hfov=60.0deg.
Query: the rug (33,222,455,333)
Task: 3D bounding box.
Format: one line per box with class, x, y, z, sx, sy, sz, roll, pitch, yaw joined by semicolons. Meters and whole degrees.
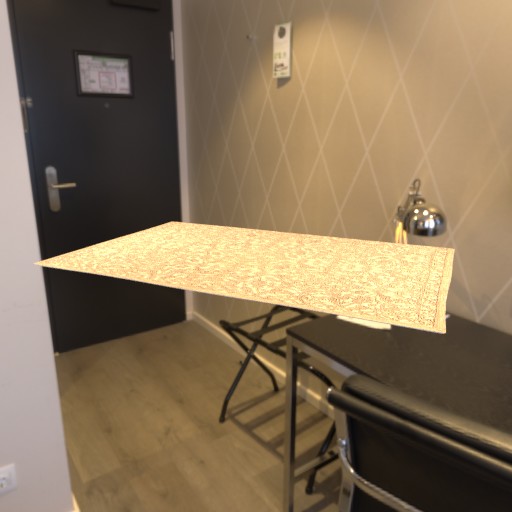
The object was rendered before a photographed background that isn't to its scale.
rug;0.000;0.000;2.995;2.435;0.012;1.529;7;17;24
